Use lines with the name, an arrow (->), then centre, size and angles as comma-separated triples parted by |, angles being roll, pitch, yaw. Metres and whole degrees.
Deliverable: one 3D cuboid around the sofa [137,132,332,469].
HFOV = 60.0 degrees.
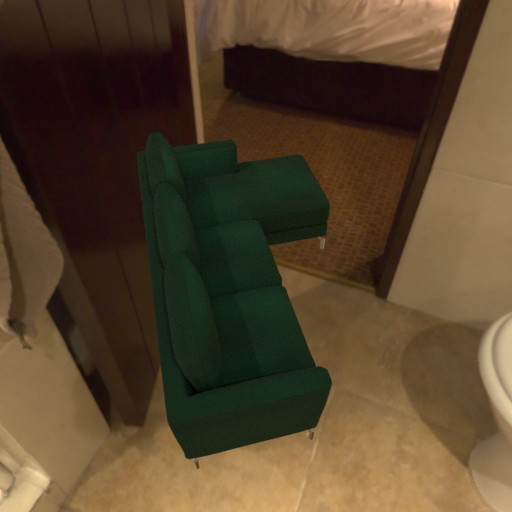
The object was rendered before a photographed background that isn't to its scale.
sofa -> 0.000, 0.000, 3.240 | 1.489, 1.007, 2.441 | -10, 47, -10
